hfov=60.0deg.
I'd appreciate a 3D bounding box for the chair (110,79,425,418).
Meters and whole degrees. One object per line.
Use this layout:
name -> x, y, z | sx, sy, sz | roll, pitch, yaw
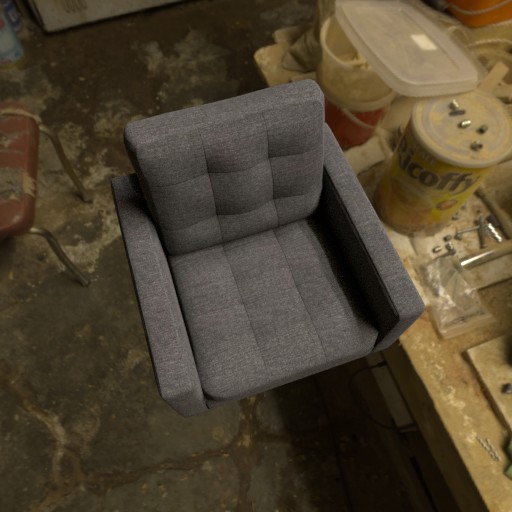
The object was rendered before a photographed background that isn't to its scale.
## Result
chair -> 0.000, 0.000, 1.540 | 0.821, 0.880, 0.843 | -17, 65, -8
